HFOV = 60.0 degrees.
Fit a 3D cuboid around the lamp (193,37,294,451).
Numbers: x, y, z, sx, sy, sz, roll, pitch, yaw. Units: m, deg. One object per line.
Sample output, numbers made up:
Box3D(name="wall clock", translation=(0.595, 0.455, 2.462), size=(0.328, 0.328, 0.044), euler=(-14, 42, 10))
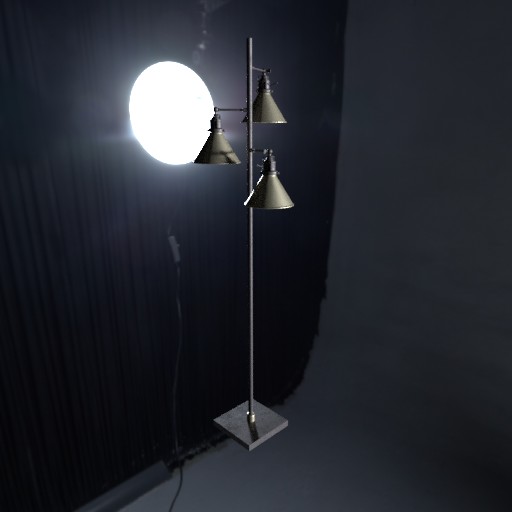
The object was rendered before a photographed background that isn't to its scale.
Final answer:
Box3D(name="lamp", translation=(0.000, 0.000, 1.909), size=(0.428, 1.716, 0.415), euler=(-15, 22, -42))
